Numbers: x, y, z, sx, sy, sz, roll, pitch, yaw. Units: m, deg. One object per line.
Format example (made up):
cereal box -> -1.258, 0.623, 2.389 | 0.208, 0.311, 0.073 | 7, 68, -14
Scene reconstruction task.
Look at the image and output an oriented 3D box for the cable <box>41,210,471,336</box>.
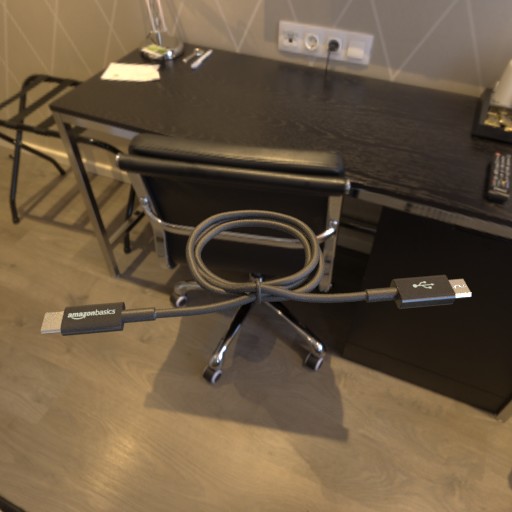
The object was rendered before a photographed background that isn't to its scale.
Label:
cable -> 0.000, 0.000, 0.217 | 0.192, 0.014, 0.070 | -4, 46, -4
